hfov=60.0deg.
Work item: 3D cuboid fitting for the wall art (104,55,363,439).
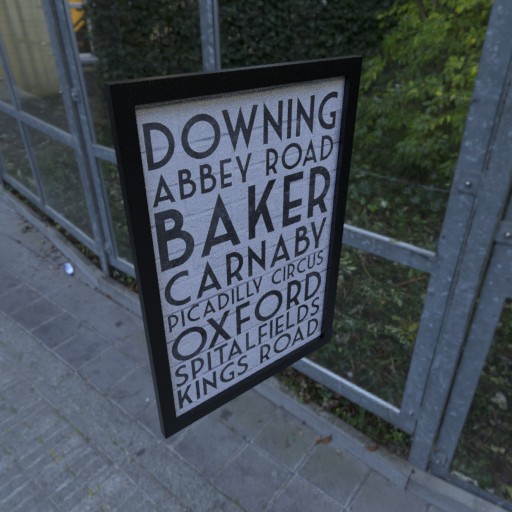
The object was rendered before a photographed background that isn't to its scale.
[{"bbox_3d":[0.000,0.000,0.829,0.462,0.656,0.019,-22,37,-32],"label":"wall art"}]
